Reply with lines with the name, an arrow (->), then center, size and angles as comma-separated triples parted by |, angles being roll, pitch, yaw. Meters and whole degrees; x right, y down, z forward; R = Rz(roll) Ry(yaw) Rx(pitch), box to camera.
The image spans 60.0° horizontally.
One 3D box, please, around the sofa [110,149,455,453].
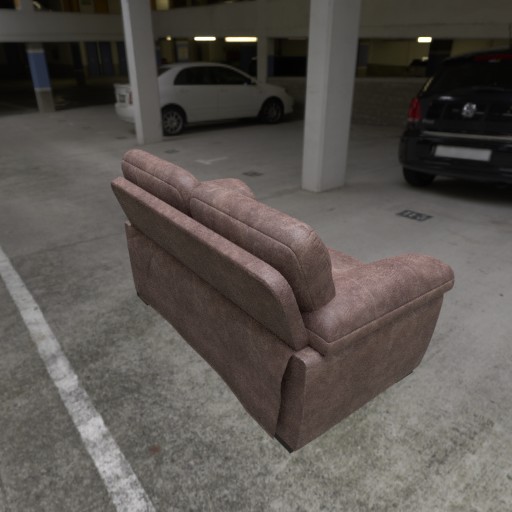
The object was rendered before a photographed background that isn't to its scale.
sofa -> 0.000, 0.000, 2.402 | 0.991, 0.991, 1.753 | -18, 32, -32
